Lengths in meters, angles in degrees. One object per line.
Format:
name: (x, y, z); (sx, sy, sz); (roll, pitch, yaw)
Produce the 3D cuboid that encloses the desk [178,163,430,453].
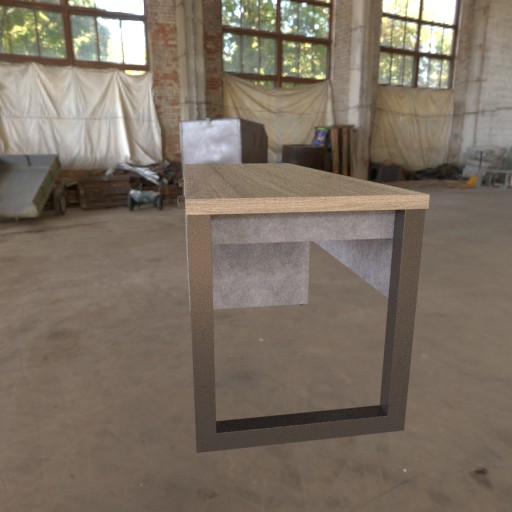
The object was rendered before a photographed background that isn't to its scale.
desk: (0.000, 0.000, 2.071); (0.690, 0.760, 1.700); (-2, 15, -9)
